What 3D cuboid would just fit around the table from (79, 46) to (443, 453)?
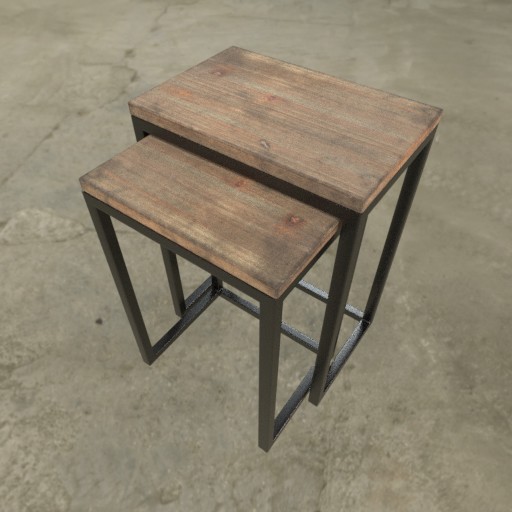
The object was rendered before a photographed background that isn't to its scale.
[{"bbox_3d":[0.000,0.000,0.928,0.456,0.615,0.460,30,54,25],"label":"table"}]
